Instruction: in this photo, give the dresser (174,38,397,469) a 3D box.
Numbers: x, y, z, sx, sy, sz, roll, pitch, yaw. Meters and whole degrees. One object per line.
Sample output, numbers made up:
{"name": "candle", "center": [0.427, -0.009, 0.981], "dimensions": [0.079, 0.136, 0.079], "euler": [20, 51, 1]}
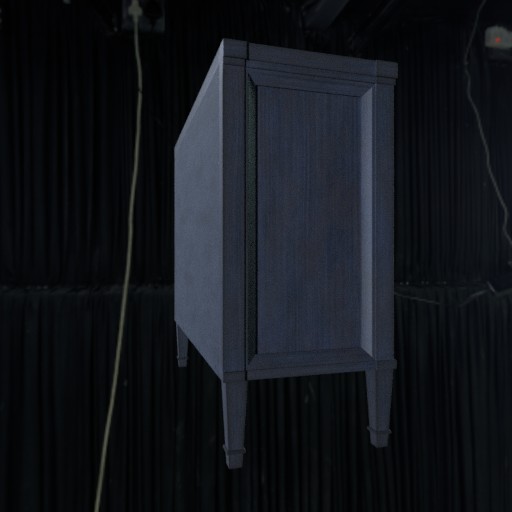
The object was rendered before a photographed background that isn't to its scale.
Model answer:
{"name": "dresser", "center": [0.000, 0.000, 1.572], "dimensions": [0.463, 0.986, 1.049], "euler": [0, 0, -16]}
